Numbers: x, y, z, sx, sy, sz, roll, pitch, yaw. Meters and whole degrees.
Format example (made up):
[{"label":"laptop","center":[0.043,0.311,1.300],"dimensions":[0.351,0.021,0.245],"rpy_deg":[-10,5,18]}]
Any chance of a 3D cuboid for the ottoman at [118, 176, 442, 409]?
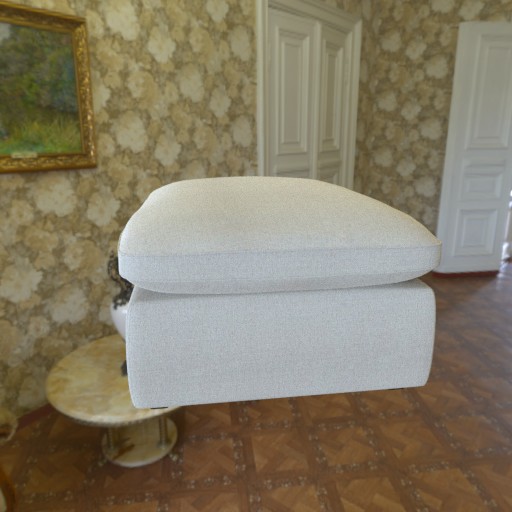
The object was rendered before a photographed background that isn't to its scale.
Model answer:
[{"label":"ottoman","center":[0.000,0.000,1.354],"dimensions":[0.686,0.453,0.984],"rpy_deg":[-2,15,-8]}]
